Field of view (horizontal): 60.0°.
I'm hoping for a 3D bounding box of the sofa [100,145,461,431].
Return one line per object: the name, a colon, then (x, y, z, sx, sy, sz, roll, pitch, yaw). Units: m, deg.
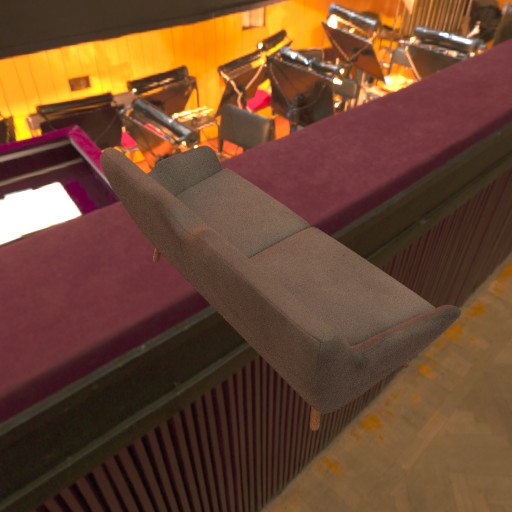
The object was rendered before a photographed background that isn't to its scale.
sofa: (0.000, 0.000, 2.313, 0.850, 0.810, 1.870, -28, 48, -28)
